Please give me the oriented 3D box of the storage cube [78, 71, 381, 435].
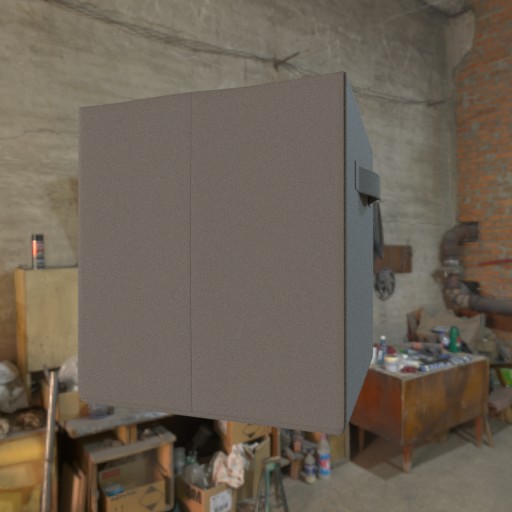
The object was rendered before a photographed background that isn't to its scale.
[{"bbox_3d":[0.000,0.000,0.499,0.270,0.280,0.270,0,0,19],"label":"storage cube"}]
